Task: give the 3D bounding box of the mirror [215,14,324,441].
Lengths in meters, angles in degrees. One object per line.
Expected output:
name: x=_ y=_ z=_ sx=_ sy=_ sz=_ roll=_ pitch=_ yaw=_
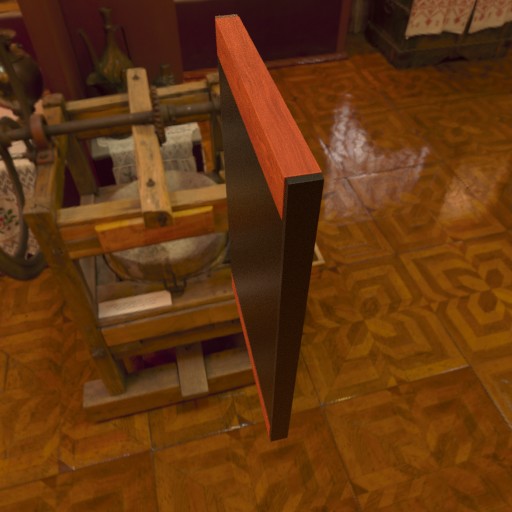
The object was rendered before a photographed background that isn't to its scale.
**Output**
mirror: x=0.000 y=0.000 z=0.990 sx=0.047 sy=0.823 sz=0.525 roll=-10 pitch=49 yaw=-9
